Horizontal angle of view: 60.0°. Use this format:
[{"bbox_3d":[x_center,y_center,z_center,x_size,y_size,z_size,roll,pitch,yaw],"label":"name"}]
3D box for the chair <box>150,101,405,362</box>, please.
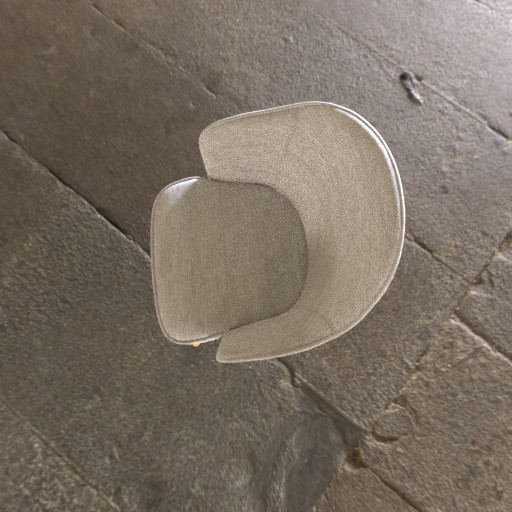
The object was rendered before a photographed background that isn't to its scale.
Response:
[{"bbox_3d":[0.000,0.000,1.165,0.530,0.800,0.540,-6,76,-1],"label":"chair"}]
